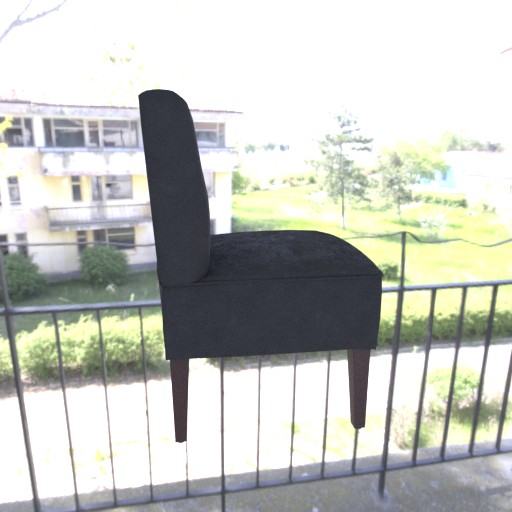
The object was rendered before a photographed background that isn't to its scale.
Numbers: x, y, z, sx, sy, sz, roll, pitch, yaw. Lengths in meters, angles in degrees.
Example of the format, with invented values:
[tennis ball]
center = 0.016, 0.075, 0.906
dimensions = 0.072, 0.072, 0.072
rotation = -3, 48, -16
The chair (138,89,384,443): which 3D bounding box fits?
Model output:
[chair]
center = 0.000, 0.000, 1.190
dimensions = 0.554, 0.806, 0.521
rotation = -3, 15, -10
